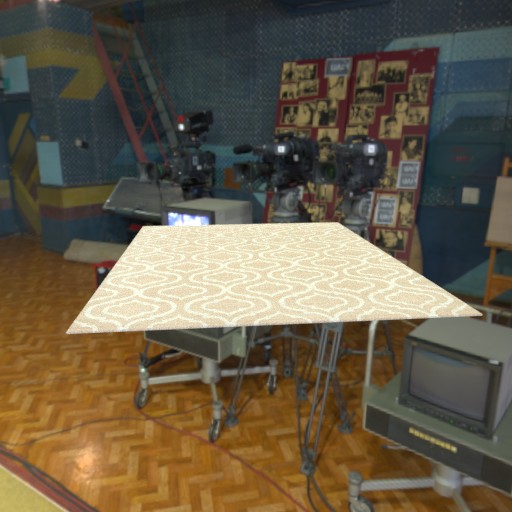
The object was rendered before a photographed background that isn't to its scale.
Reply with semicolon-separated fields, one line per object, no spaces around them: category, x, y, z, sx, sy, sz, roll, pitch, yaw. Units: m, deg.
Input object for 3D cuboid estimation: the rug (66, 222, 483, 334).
rug;0.000;0.000;3.796;2.286;0.013;2.894;-2;15;-6
